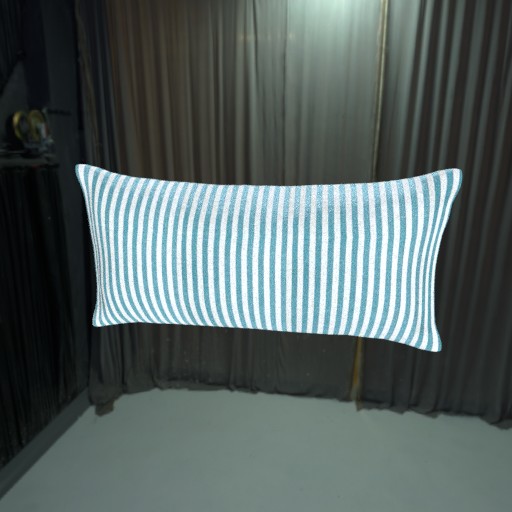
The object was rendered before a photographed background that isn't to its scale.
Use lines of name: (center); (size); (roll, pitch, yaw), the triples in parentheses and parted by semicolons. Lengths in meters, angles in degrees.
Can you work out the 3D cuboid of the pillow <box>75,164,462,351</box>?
pillow: (0.000, 0.000, 0.738); (0.617, 0.295, 0.151); (2, 15, 9)
